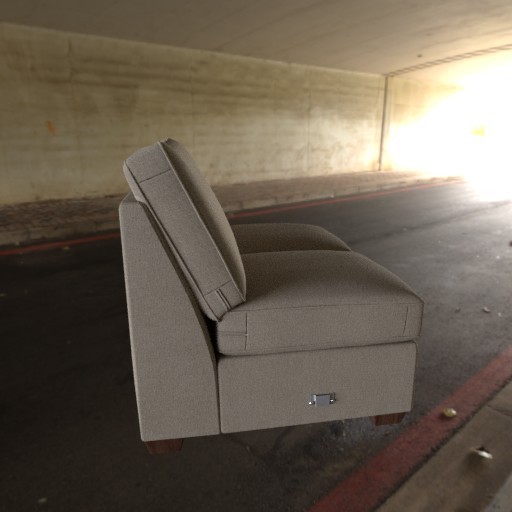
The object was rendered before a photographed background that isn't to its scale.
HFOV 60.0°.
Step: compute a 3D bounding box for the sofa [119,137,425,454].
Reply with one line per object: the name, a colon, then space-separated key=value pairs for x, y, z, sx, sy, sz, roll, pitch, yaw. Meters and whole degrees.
sofa: x=0.000 y=0.000 z=1.962 sx=0.978 sy=1.006 sz=1.232 roll=-3 pitch=16 yaw=-9
